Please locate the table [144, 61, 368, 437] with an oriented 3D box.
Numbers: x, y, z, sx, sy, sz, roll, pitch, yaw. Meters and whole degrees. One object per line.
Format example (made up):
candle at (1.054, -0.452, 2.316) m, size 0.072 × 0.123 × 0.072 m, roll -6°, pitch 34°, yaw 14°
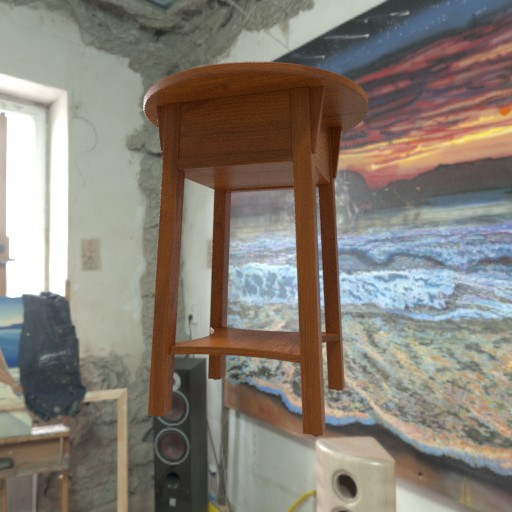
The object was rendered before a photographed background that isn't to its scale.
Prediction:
table at (0.000, 0.000, 0.925) m, size 0.457 × 0.610 × 0.457 m, roll 0°, pitch -1°, yaw 0°
